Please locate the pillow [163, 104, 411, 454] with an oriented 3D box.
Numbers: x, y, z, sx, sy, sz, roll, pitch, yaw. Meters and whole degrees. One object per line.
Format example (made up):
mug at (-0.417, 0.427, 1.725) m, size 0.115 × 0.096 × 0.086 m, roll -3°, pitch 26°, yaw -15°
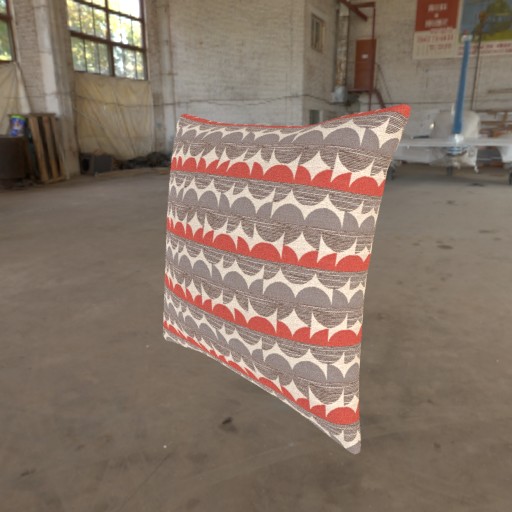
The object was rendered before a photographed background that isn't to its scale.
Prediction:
pillow at (0.000, 0.000, 0.651) m, size 0.180 × 0.410 × 0.420 m, roll -15°, pitch 22°, yaw -42°
